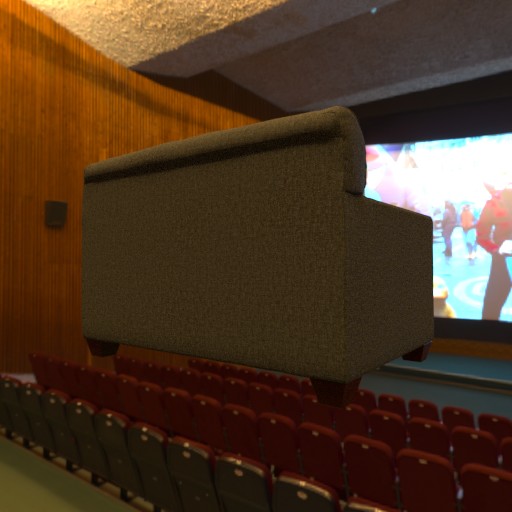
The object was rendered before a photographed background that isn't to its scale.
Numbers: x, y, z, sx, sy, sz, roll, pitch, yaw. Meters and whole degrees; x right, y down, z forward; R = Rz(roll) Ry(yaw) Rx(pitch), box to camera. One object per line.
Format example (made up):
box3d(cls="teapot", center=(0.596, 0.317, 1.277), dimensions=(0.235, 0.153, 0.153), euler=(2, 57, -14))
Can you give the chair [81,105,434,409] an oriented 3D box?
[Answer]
box3d(cls="chair", center=(0.000, 0.000, 2.091), dimensions=(1.383, 0.948, 1.000), euler=(-1, -1, 37))
